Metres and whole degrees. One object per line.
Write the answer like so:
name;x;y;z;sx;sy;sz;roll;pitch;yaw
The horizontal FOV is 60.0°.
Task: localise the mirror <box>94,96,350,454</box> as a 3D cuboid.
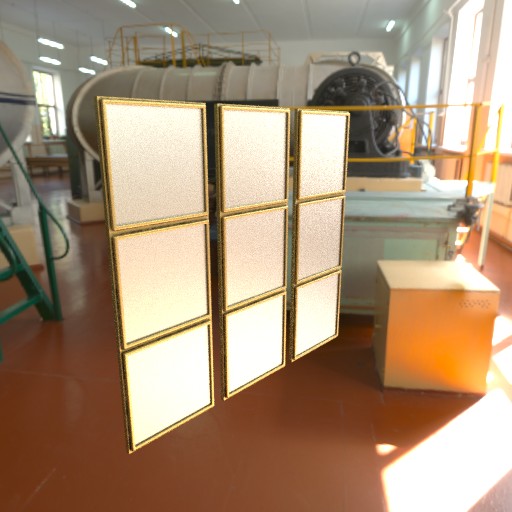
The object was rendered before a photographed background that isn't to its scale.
mirror;0.000;0.000;1.444;0.023;0.926;1.011;14;21;42
